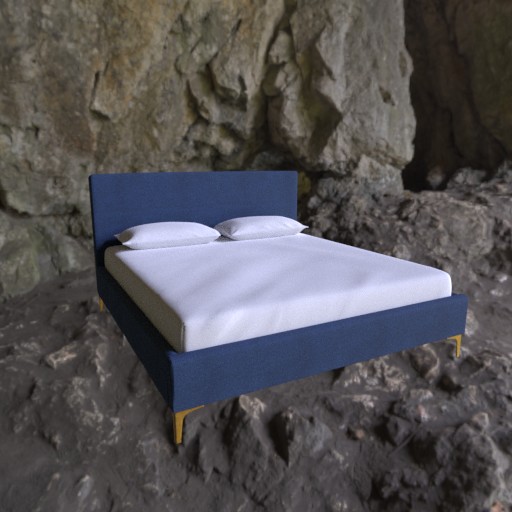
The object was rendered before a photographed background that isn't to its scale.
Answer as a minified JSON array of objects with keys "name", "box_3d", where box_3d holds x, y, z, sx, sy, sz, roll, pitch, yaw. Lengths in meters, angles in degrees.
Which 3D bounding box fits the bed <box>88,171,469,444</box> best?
[{"name":"bed","box_3d":[0.000,0.000,3.438,2.096,1.231,2.232,-7,14,-27]}]
